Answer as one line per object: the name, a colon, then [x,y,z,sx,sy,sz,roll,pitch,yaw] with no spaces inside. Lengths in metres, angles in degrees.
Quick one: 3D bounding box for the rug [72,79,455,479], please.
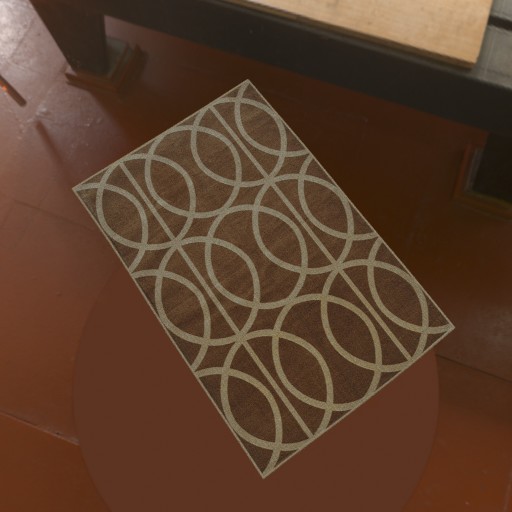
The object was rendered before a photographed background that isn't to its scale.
rug: [0.000,0.000,2.963,1.526,0.014,2.290,-35,78,-9]
